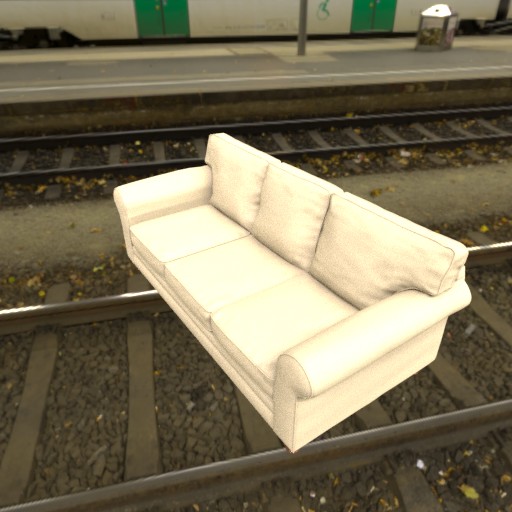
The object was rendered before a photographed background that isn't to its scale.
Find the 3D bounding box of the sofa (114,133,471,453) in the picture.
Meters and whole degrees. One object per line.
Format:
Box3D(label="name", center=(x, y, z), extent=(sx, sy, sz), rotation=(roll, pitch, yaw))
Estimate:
Box3D(label="sofa", center=(0.000, 0.000, 2.612), extent=(0.998, 0.889, 2.118), rotation=(-20, 37, -29))
